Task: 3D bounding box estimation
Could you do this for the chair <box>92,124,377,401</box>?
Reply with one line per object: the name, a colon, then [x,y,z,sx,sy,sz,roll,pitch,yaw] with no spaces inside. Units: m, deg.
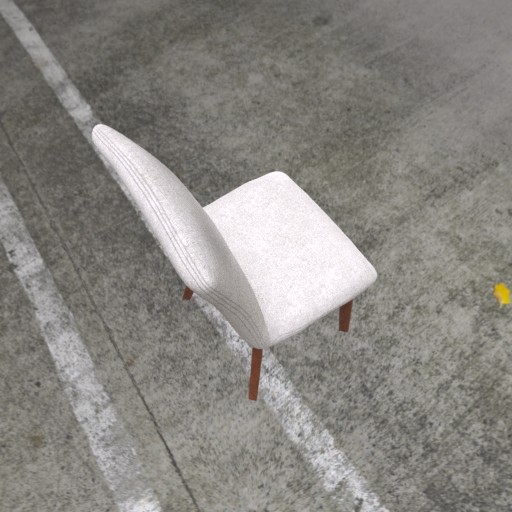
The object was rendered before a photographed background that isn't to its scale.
chair: [0.000,0.000,1.312,0.563,0.974,0.522,-31,64,-17]
